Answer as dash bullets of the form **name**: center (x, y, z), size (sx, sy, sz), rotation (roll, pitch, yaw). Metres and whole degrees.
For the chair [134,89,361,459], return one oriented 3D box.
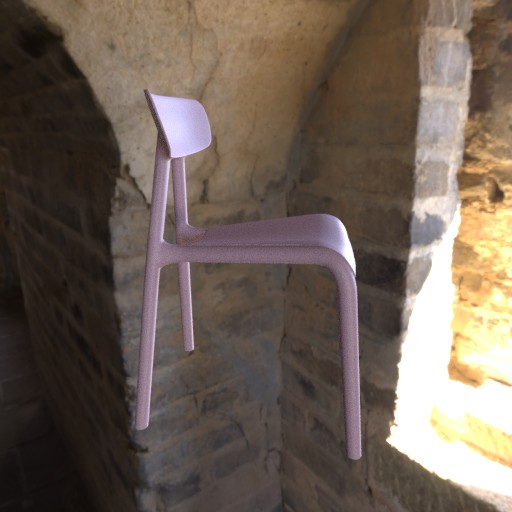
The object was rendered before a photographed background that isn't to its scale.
- **chair**: center (0.000, 0.000, 0.840), size (0.401, 0.580, 0.356), rotation (2, 16, 8)
